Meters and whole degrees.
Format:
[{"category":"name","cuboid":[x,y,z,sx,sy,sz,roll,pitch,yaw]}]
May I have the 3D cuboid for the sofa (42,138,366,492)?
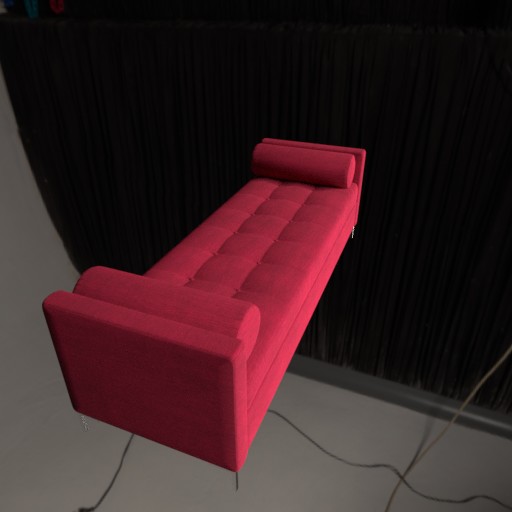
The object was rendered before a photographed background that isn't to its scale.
[{"category":"sofa","cuboid":[0.000,0.000,2.229,0.686,0.635,1.981,12,33,19]}]
